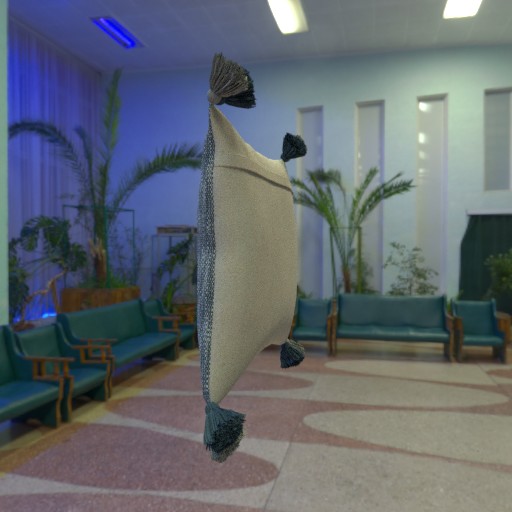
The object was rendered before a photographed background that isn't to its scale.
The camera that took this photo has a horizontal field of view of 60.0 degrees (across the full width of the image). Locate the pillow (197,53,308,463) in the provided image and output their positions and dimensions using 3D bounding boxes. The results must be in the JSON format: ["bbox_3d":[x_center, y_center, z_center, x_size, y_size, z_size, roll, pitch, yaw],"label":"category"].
[{"bbox_3d":[0.000,0.000,0.924,0.138,0.634,0.614,0,1,18],"label":"pillow"}]
